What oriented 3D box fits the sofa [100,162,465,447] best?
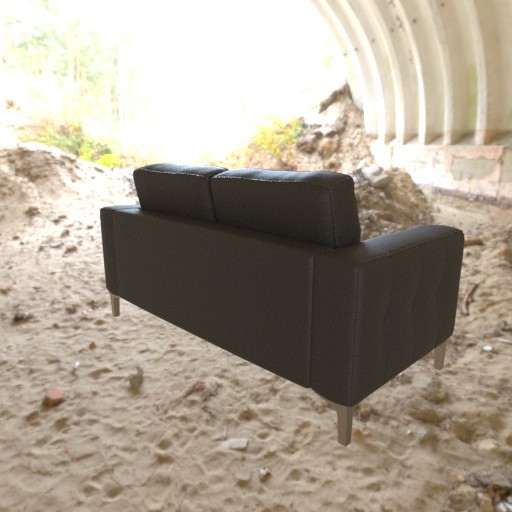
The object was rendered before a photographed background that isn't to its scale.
[{"bbox_3d":[0.000,0.000,2.211,0.833,0.893,1.726,-14,20,-43],"label":"sofa"}]
